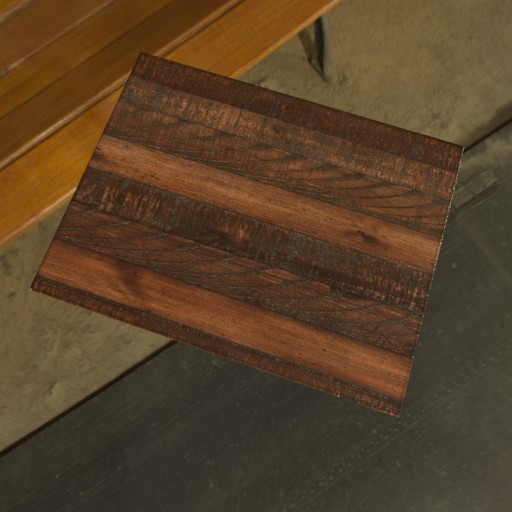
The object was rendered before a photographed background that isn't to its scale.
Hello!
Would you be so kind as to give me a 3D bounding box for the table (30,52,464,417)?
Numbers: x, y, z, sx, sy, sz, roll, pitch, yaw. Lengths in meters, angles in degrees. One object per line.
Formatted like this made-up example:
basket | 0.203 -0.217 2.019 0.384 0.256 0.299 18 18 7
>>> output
table | 0.000 0.000 1.121 0.678 0.612 0.524 18 76 5
